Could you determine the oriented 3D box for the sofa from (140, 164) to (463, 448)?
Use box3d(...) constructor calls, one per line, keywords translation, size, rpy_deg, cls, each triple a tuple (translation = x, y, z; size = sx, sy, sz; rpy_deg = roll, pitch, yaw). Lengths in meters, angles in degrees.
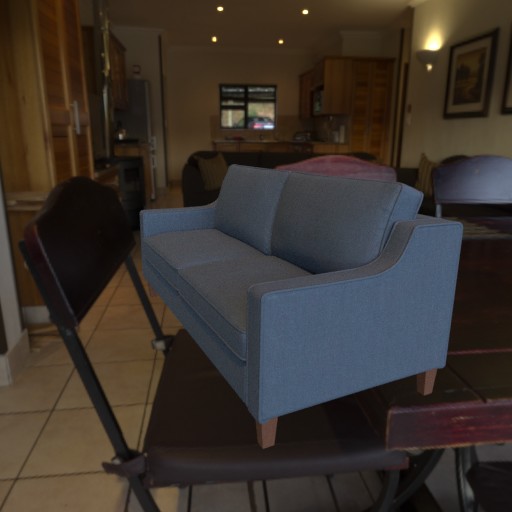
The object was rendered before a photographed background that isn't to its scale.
box3d(translation=(0.000, 0.000, 2.837), size=(1.066, 1.071, 2.178), rpy_deg=(-7, 17, -25), cls="sofa")
